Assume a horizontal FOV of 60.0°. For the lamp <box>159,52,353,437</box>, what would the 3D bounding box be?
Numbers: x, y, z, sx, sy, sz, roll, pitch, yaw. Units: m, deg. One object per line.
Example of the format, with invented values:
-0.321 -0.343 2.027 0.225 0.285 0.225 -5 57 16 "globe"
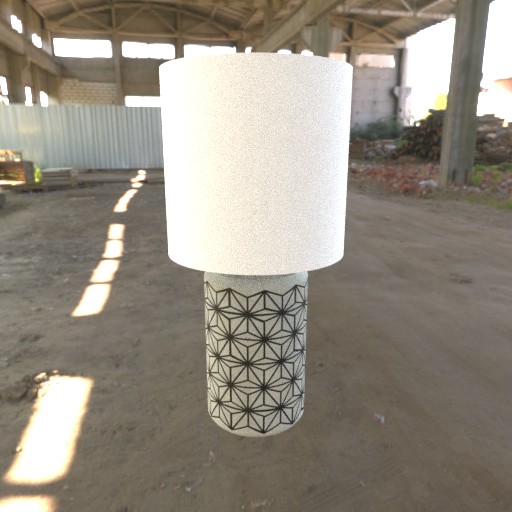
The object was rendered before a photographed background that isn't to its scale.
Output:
0.000 0.000 0.534 0.206 0.416 0.206 14 20 43 "lamp"
